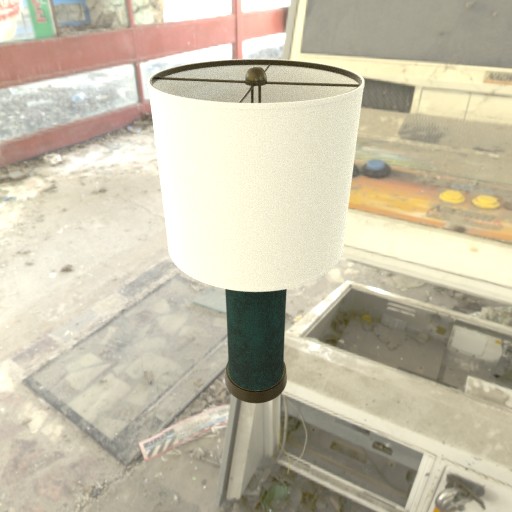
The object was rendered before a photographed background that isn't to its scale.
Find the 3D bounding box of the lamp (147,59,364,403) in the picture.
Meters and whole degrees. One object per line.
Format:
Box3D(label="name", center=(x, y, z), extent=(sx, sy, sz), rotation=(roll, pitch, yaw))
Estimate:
Box3D(label="lamp", center=(0.000, 0.000, 0.789), extent=(0.301, 0.630, 0.301), rotation=(-21, 38, -29))
